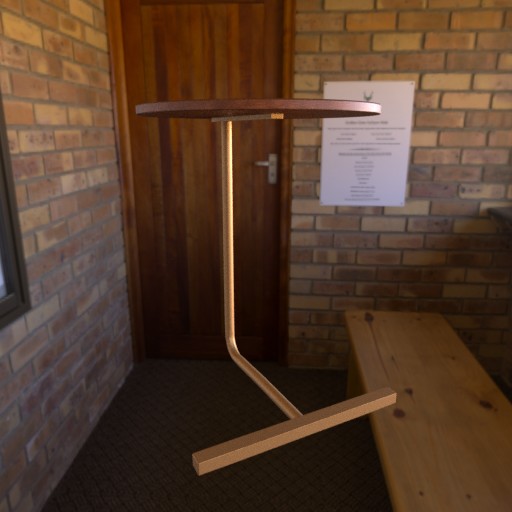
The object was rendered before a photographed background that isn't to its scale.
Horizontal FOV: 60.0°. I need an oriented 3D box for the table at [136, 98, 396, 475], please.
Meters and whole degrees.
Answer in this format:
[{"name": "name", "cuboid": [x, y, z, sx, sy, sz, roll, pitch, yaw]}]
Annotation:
[{"name": "table", "cuboid": [0.000, 0.000, 1.109, 0.530, 0.706, 0.577, -8, 18, -27]}]
